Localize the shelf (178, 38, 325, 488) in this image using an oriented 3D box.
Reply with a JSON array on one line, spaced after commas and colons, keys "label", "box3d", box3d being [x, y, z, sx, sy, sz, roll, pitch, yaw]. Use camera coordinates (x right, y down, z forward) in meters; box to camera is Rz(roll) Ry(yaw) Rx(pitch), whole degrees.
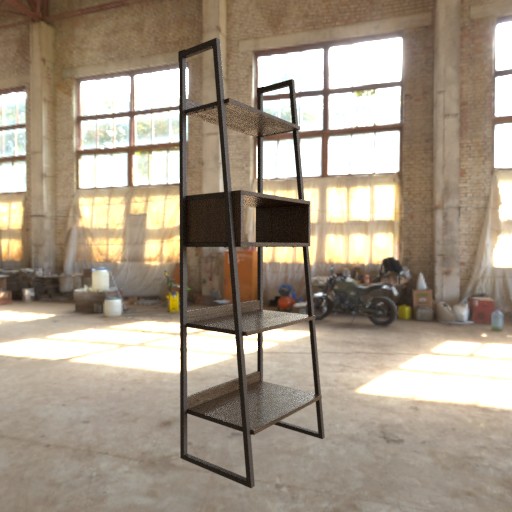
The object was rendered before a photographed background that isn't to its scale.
[{"label": "shelf", "box3d": [0.000, 0.000, 2.301, 0.454, 2.005, 0.652, 1, 1, 38]}]
